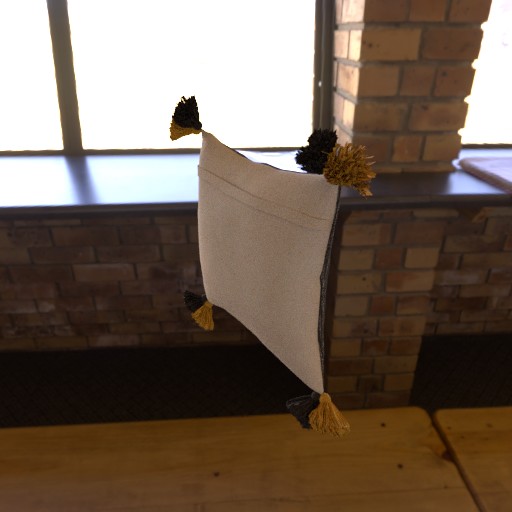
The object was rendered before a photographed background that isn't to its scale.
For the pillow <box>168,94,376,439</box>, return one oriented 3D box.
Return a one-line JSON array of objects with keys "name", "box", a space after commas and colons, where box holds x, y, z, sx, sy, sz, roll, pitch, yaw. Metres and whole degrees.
[{"name": "pillow", "box": [0.000, 0.000, 1.005, 0.139, 0.659, 0.654, -18, 32, -31]}]
